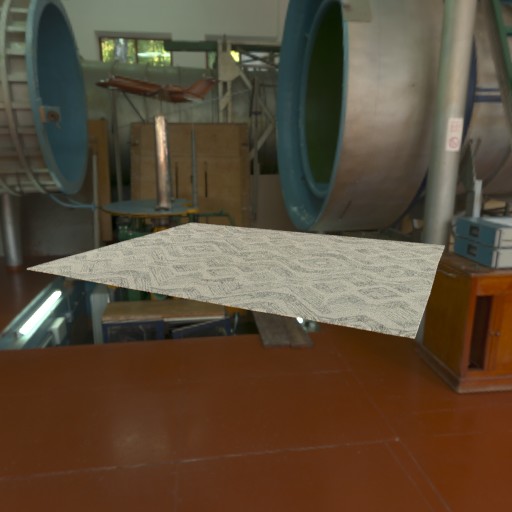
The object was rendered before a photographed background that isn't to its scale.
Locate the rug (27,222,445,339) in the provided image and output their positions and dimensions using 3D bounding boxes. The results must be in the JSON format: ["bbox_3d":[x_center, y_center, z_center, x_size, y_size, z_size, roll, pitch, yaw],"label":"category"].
[{"bbox_3d":[0.000,0.000,4.045,3.054,0.030,2.430,7,16,25],"label":"rug"}]
